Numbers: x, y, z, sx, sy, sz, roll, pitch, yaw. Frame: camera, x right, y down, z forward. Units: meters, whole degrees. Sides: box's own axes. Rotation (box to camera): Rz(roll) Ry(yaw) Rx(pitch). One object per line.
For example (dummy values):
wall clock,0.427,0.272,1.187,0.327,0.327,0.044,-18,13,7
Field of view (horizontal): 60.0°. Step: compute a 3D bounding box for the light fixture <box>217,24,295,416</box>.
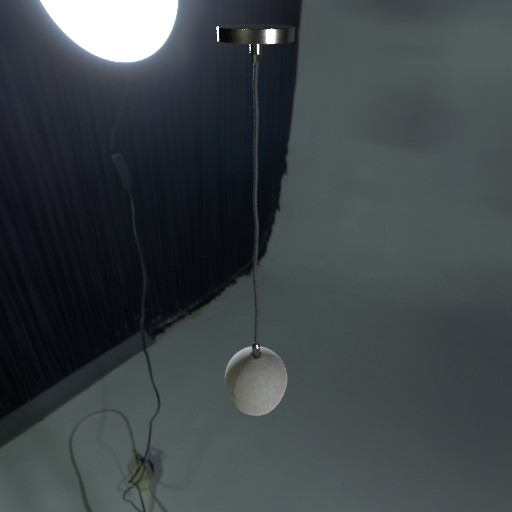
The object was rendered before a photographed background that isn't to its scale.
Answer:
light fixture,0.000,0.000,0.829,0.139,0.764,0.139,19,36,29
